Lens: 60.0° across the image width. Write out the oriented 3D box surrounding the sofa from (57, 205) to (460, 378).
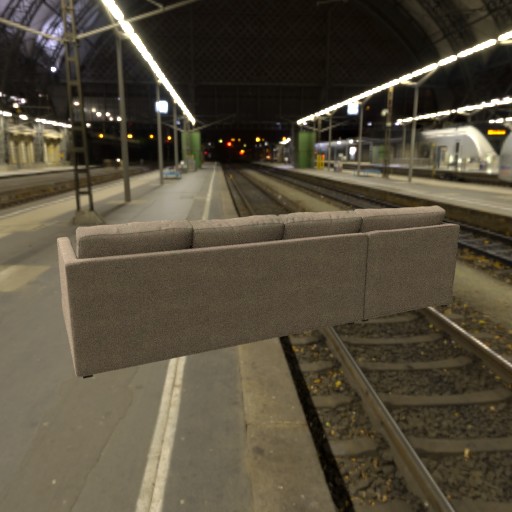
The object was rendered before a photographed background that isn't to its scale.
[{"bbox_3d":[0.000,0.000,3.935,3.205,0.922,1.650,-6,14,-25],"label":"sofa"}]
